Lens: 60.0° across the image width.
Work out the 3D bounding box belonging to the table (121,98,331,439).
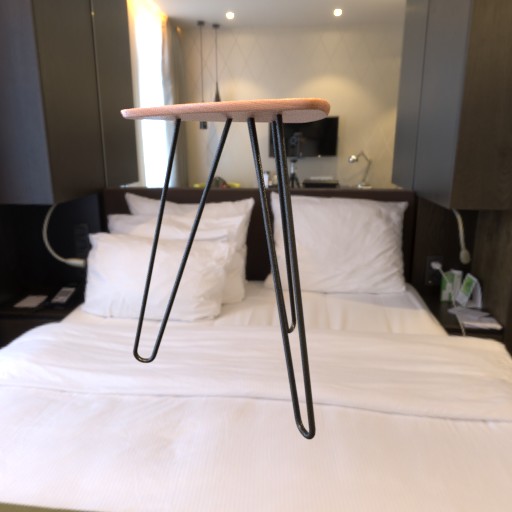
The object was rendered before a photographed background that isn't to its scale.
[{"bbox_3d":[0.000,0.000,0.886,0.442,0.564,0.455,-7,16,-25],"label":"table"}]
